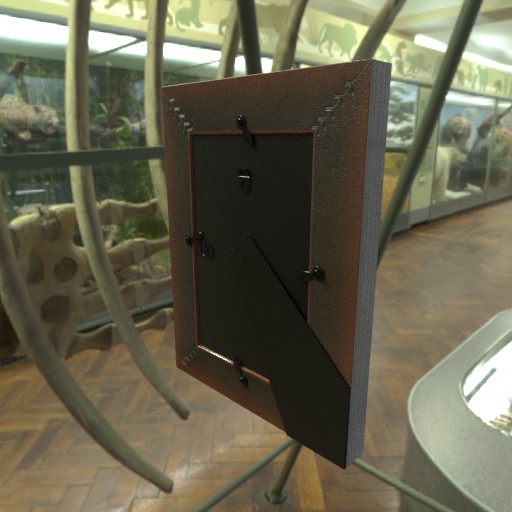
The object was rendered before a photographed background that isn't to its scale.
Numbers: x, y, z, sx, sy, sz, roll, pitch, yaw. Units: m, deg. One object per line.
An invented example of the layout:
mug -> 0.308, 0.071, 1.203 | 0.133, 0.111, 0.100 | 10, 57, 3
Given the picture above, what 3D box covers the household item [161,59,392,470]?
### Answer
household item -> 0.000, 0.000, 0.287 | 0.165, 0.216, 0.025 | 14, 21, 43
